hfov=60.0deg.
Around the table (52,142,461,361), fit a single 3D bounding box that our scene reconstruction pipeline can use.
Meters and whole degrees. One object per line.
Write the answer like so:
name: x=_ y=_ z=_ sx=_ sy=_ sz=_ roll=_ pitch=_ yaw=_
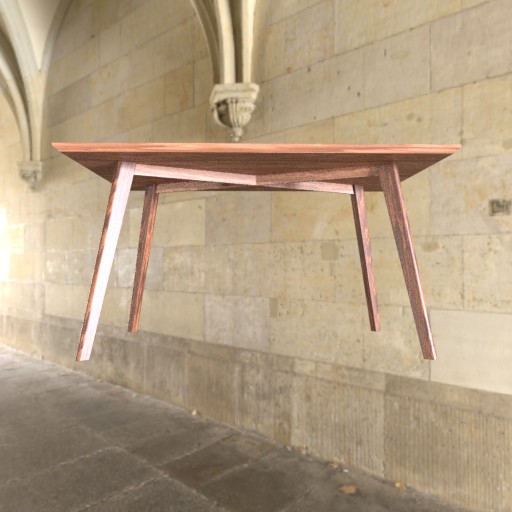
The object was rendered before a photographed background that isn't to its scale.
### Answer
table: x=0.000 y=0.000 z=1.852 sx=1.349 sy=0.724 sz=0.801 roll=0 pitch=-1 yaw=-1
